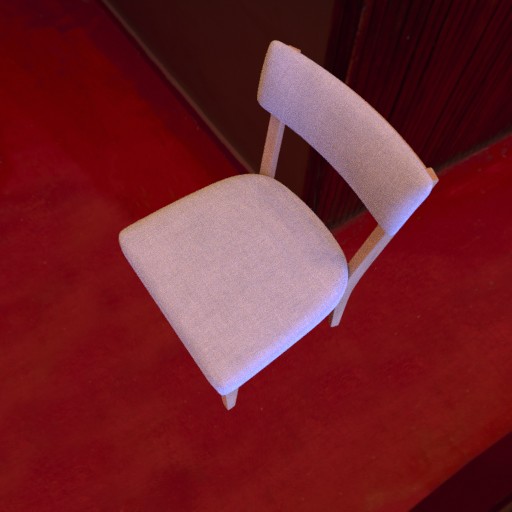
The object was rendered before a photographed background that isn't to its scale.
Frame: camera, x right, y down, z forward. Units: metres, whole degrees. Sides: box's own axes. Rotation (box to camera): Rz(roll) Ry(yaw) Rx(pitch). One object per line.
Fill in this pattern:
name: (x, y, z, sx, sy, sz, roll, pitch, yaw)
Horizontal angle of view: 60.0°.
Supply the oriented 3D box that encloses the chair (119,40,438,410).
chair: (0.000, 0.000, 1.195, 0.572, 0.832, 0.508, -33, 68, -15)
